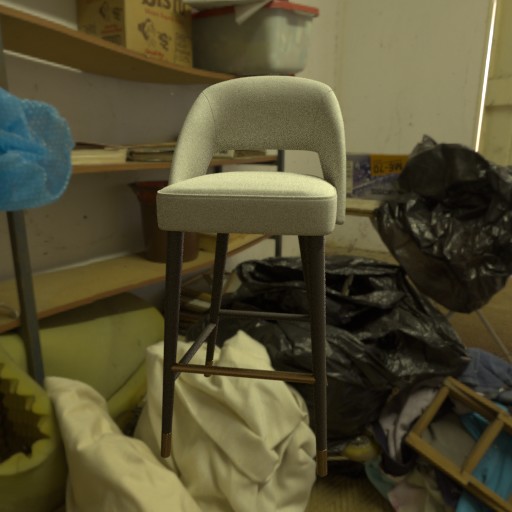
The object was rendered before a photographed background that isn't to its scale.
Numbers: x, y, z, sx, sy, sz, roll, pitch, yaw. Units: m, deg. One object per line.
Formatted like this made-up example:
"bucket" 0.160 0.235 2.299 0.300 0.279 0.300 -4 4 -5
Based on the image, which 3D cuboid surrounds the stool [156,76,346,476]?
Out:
"stool" 0.000 0.000 1.289 0.494 1.037 0.509 2 15 9
